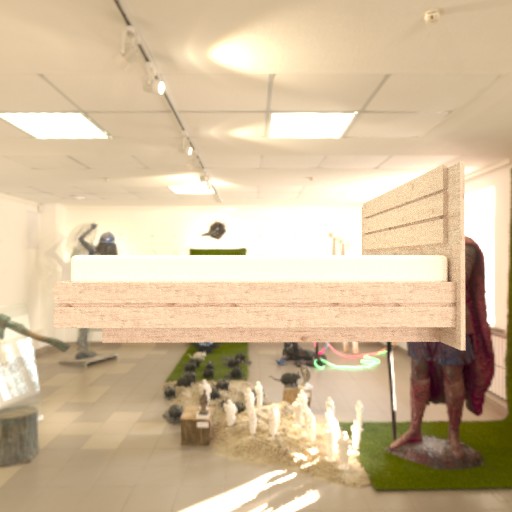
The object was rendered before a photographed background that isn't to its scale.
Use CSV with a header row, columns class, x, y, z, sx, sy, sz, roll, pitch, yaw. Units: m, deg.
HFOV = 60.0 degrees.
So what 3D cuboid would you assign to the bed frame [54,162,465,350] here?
class,x,y,z,sx,sy,sz,roll,pitch,yaw
bed frame,0.000,0.000,3.196,2.080,0.970,1.950,0,-1,-1
